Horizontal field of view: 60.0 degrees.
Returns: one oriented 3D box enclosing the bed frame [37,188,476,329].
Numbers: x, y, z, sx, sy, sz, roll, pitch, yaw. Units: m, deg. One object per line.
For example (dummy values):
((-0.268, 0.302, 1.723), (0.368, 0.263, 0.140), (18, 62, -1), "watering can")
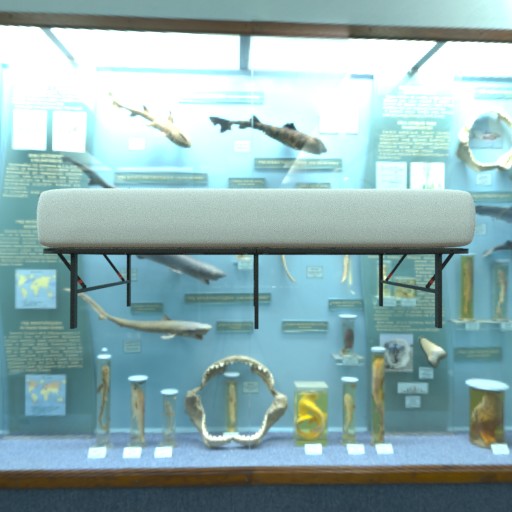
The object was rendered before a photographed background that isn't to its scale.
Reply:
((0.000, 0.000, 2.398), (1.908, 0.640, 1.025), (0, 0, -1), "bed frame")
